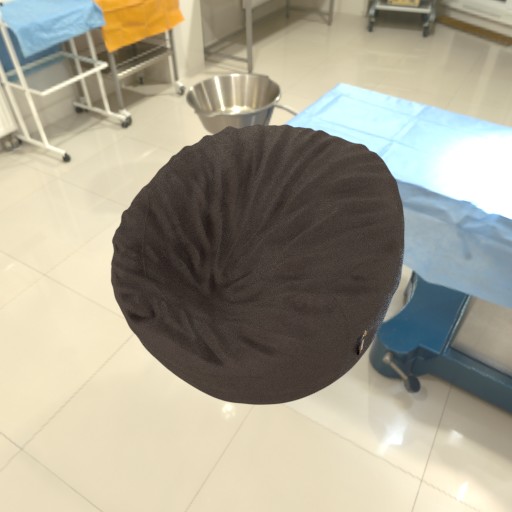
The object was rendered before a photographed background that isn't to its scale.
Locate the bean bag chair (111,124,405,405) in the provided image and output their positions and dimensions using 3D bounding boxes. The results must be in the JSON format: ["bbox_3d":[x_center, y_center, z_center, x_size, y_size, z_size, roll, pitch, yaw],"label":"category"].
[{"bbox_3d":[0.000,0.000,1.996,1.245,0.821,1.245,0,44,0],"label":"bean bag chair"}]
